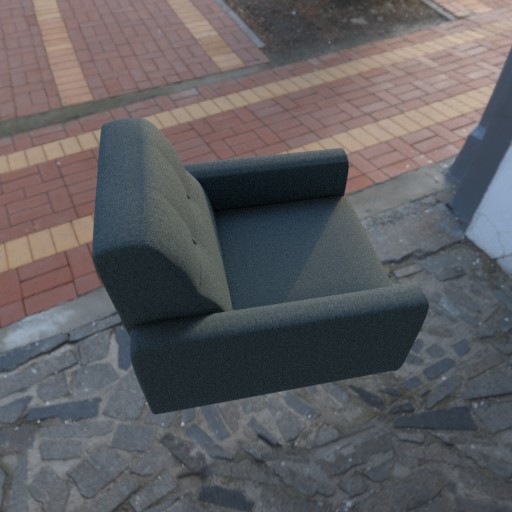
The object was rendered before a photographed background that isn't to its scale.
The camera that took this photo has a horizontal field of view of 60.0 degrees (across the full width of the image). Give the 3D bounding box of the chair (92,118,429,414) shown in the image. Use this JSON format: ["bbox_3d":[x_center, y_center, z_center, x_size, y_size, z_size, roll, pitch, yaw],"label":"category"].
[{"bbox_3d":[0.000,0.000,1.691,0.964,0.940,0.880,-8,49,-7],"label":"chair"}]
